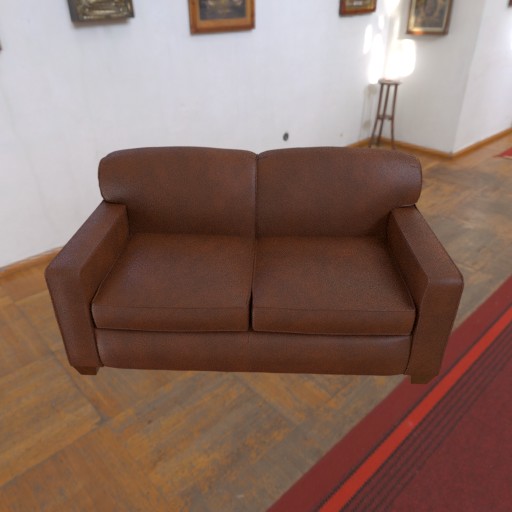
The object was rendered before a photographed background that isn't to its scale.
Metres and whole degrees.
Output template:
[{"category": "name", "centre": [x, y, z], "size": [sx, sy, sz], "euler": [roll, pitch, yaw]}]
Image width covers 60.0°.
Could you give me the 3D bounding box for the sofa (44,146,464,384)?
[{"category": "sofa", "centre": [0.000, 0.000, 2.386], "size": [1.856, 0.966, 1.000], "euler": [1, 30, 2]}]
